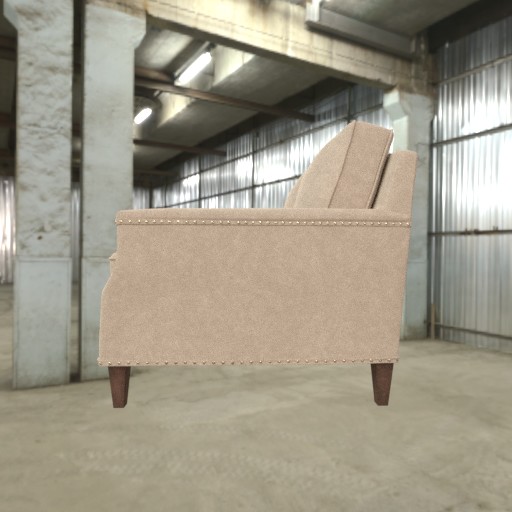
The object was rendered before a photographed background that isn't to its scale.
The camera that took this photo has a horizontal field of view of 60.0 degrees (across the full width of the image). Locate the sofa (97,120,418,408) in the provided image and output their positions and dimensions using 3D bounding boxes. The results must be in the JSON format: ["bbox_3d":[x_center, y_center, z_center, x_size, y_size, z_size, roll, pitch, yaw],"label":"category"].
[{"bbox_3d":[0.000,0.000,2.224,1.084,1.002,1.597,0,0,-1],"label":"sofa"}]
